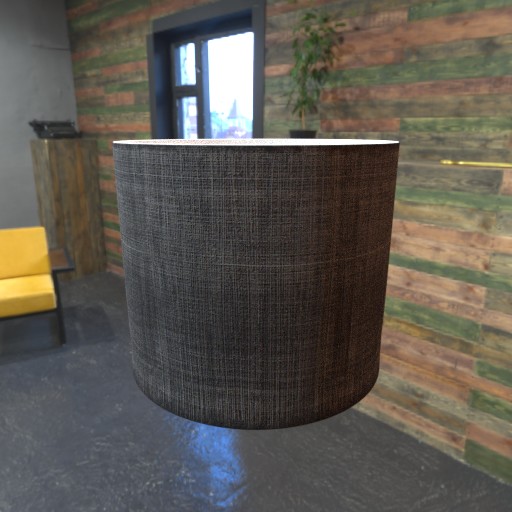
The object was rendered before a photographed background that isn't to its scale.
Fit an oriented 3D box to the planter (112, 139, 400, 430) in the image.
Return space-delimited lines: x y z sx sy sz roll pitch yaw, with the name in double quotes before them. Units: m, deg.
"planter" 0.000 0.000 0.440 0.254 0.221 0.254 0 16 0
